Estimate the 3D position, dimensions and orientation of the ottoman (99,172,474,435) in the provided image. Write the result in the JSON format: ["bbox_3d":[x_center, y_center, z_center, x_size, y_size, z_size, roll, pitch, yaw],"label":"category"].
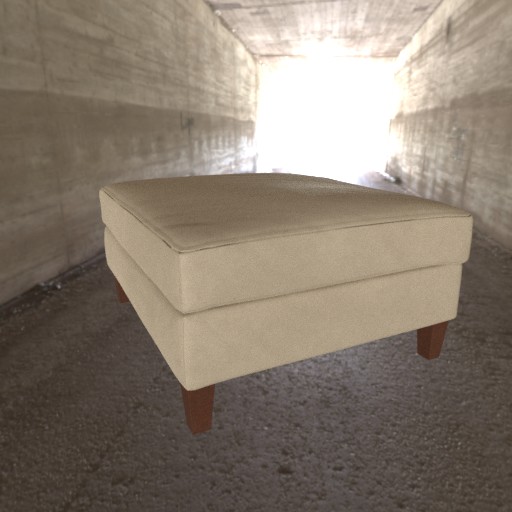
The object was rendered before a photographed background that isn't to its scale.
[{"bbox_3d":[0.000,0.000,1.464,0.836,0.492,1.002,-8,18,-26],"label":"ottoman"}]
